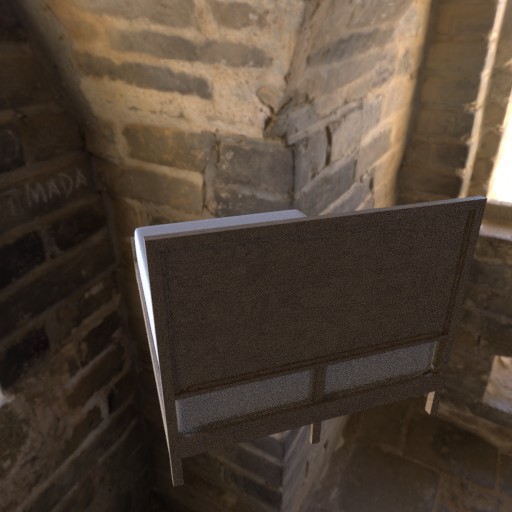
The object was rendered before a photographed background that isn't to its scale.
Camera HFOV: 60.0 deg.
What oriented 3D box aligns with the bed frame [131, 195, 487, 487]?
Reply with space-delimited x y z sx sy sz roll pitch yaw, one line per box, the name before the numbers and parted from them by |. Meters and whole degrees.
bed frame | 0.000 0.000 3.126 1.606 1.369 2.189 -8 27 -16
